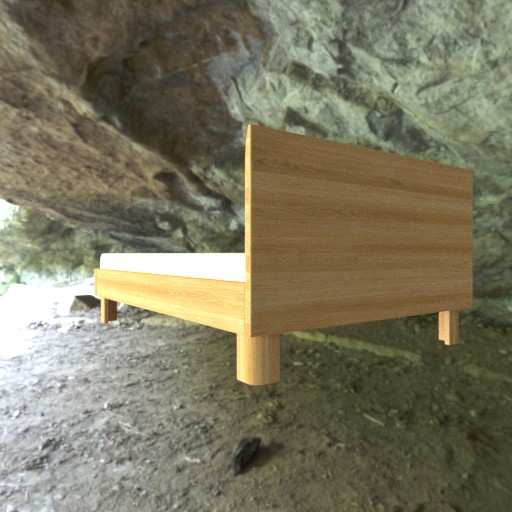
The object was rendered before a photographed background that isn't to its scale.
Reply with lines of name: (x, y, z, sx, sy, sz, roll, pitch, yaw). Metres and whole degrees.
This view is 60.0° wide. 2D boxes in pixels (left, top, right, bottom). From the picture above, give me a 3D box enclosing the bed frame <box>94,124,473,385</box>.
bed frame: (0.000, 0.000, 2.788, 1.472, 0.940, 1.992, 0, 0, -36)
